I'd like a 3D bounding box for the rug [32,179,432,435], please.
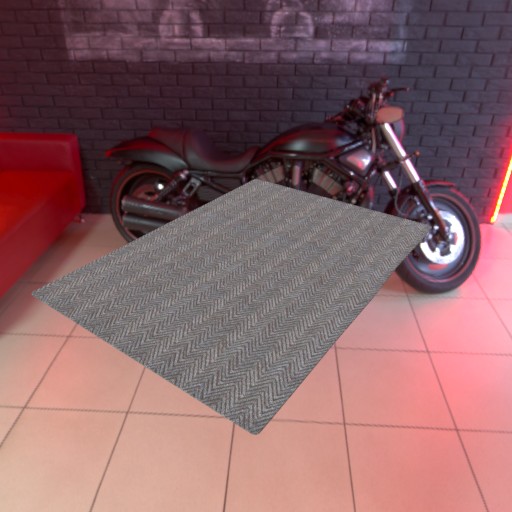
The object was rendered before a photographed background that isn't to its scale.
[{"bbox_3d":[0.000,0.000,5.215,2.894,0.011,3.957,21,37,30],"label":"rug"}]
